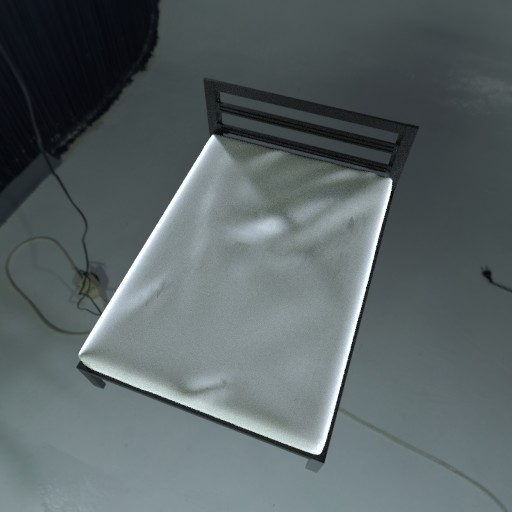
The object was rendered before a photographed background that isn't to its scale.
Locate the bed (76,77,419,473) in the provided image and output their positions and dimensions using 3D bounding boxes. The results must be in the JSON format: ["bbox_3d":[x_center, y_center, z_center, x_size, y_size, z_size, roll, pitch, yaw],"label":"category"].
[{"bbox_3d":[0.000,0.000,2.914,1.524,0.967,2.062,17,58,11],"label":"bed"}]
